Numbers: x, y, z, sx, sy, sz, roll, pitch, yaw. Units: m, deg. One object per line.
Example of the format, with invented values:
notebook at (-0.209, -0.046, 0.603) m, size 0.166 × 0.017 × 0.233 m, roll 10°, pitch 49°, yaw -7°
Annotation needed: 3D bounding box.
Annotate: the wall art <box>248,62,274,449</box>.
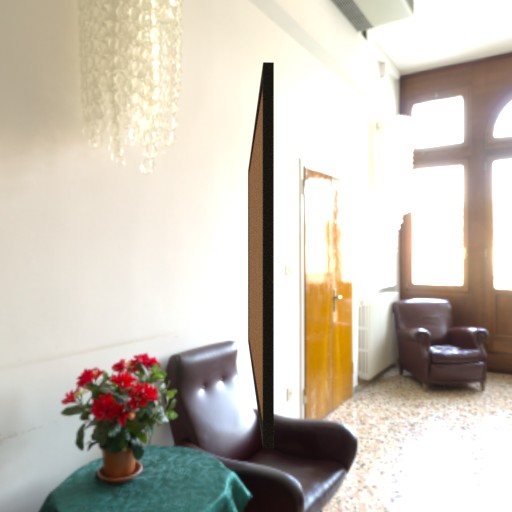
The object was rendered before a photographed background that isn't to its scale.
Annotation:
wall art at (0.000, 0.000, 0.857) m, size 0.013 × 0.458 × 0.664 m, roll 0°, pitch 0°, yaw -3°
